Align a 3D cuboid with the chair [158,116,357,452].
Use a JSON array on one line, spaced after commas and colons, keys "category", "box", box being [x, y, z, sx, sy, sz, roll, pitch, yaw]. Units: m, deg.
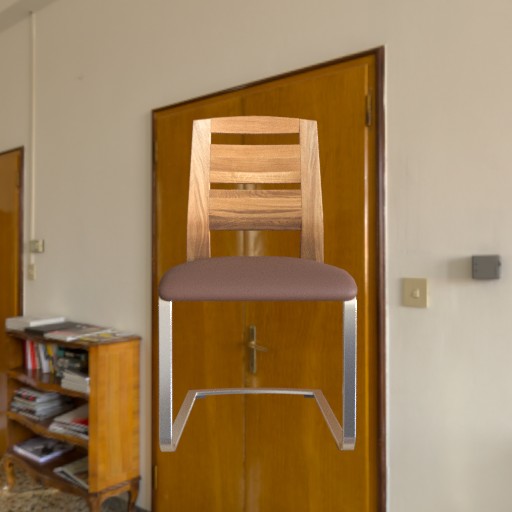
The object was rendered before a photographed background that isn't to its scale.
[{"category": "chair", "box": [0.000, 0.000, 1.286, 0.460, 0.970, 0.570, 0, -1, -1]}]
